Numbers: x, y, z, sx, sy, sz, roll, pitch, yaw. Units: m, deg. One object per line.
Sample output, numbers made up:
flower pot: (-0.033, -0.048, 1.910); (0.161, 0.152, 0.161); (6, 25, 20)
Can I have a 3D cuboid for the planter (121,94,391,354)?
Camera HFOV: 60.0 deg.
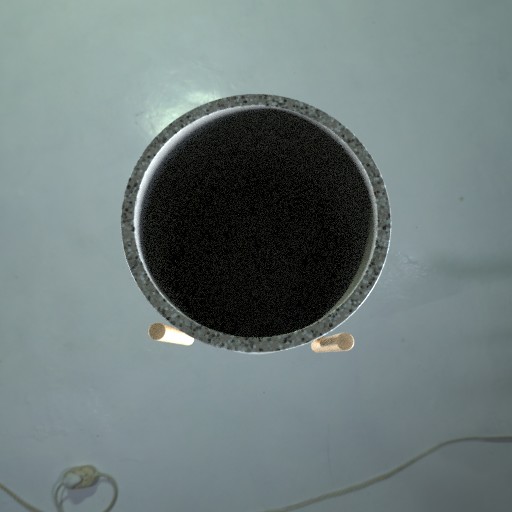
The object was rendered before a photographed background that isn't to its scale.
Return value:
planter: (0.000, 0.000, 0.701); (0.360, 0.419, 0.360); (-19, 78, -4)
